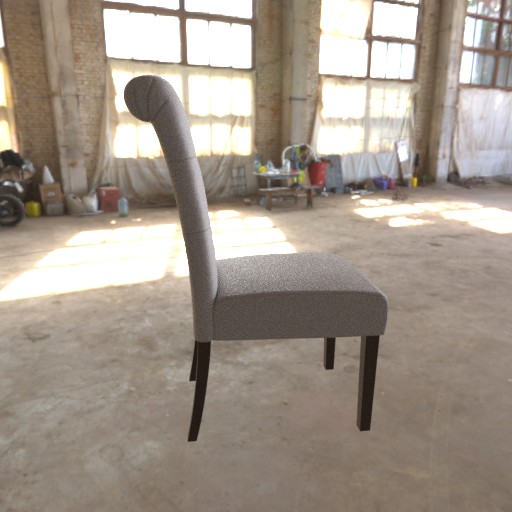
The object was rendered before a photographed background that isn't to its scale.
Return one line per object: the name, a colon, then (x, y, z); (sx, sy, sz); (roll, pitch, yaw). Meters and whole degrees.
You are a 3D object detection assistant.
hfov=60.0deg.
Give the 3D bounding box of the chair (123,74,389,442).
chair: (0.000, 0.000, 1.358); (0.671, 1.006, 0.456); (-2, 15, -7)
